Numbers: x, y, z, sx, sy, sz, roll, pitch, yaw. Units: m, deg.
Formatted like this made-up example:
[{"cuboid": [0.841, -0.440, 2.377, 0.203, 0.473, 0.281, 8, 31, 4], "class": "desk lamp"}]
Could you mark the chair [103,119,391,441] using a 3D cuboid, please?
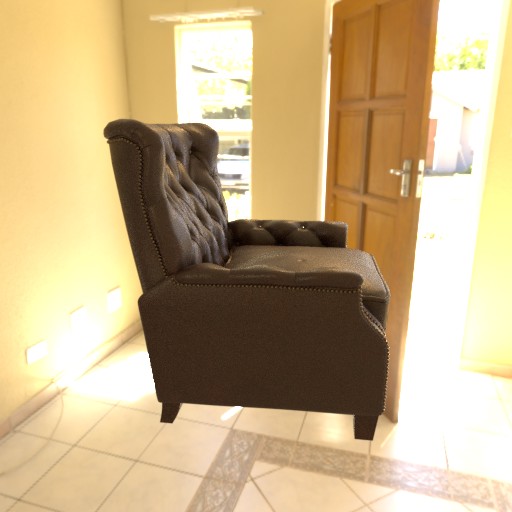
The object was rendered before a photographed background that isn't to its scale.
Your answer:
[{"cuboid": [0.000, 0.000, 1.476, 0.823, 0.864, 0.709, 2, 16, 7], "class": "chair"}]
